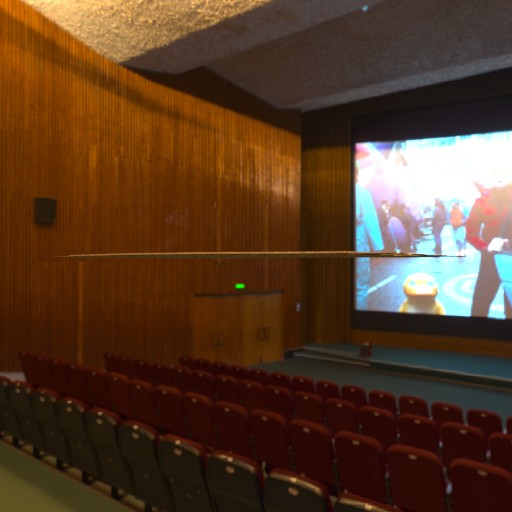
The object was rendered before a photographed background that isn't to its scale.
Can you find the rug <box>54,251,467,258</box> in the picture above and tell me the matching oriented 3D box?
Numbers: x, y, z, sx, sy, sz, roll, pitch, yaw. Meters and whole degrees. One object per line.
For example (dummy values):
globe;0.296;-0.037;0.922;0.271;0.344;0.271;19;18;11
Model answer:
rug;0.000;0.000;3.136;2.465;0.023;1.619;0;-1;36
